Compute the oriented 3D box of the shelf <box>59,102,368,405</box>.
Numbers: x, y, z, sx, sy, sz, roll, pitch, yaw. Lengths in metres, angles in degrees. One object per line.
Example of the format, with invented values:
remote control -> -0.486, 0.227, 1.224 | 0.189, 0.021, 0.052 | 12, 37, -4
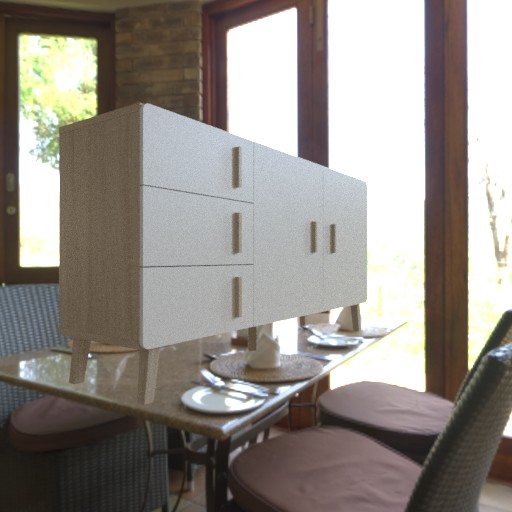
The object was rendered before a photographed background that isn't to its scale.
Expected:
shelf -> 0.000, 0.000, 1.831 | 0.400, 0.780, 1.490 | 0, 0, 36
